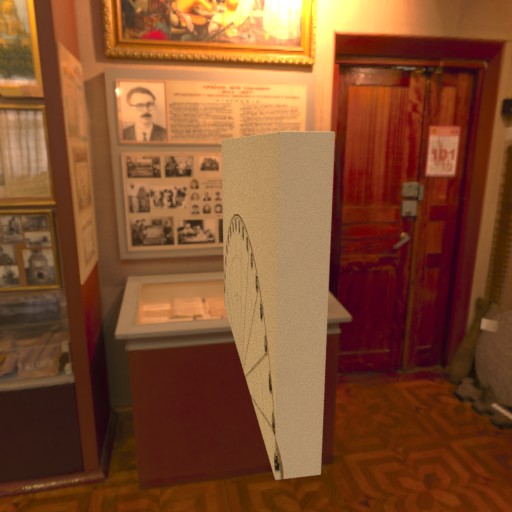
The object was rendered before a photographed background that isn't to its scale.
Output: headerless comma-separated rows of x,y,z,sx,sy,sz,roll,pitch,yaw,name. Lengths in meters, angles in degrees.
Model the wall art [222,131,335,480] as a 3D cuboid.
0.000,0.000,0.491,0.039,0.254,0.384,-2,14,-9,wall art
